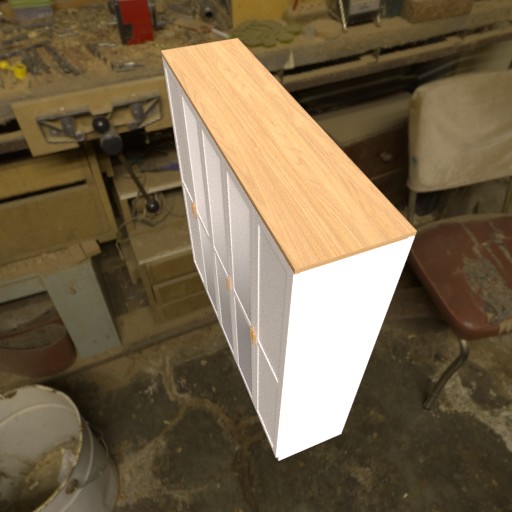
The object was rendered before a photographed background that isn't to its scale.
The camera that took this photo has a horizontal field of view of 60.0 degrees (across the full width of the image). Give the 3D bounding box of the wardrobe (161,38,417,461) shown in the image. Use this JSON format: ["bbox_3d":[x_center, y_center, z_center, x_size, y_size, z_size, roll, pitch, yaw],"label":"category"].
[{"bbox_3d":[0.000,0.000,3.305,0.590,2.260,2.160,-17,50,-15],"label":"wardrobe"}]
